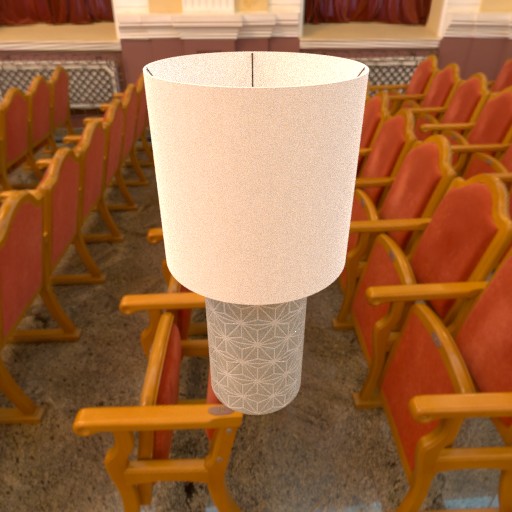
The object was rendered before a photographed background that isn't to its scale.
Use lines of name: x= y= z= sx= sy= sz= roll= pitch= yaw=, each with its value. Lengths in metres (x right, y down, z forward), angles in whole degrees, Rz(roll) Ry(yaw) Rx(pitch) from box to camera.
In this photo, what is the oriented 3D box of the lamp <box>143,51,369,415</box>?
lamp: x=0.000 y=0.000 z=0.522 sx=0.206 sy=0.416 sz=0.206 roll=-1 pitch=31 yaw=-1
